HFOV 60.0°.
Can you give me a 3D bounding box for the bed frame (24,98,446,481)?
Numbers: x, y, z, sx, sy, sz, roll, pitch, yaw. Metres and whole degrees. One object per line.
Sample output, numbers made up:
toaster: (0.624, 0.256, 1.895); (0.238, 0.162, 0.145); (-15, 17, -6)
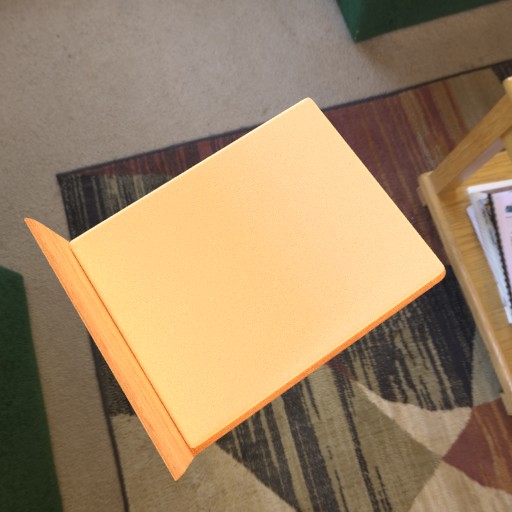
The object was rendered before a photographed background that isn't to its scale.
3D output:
bed frame: (0.000, 0.000, 2.971); (2.092, 0.940, 1.660); (-33, 79, -8)
